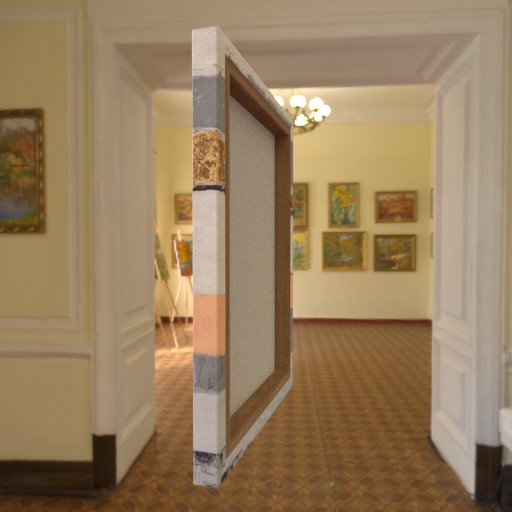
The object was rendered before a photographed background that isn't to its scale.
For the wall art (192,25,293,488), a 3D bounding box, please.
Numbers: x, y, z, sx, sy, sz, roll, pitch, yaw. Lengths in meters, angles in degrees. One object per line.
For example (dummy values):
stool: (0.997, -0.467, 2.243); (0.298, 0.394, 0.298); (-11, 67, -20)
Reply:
wall art: (0.000, 0.000, 0.803); (0.038, 0.609, 0.456); (0, 1, 17)
